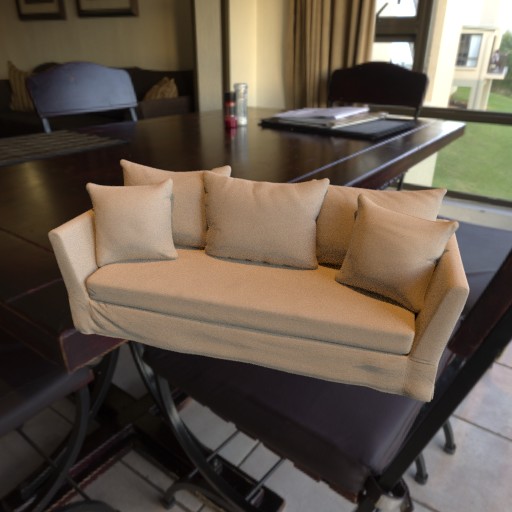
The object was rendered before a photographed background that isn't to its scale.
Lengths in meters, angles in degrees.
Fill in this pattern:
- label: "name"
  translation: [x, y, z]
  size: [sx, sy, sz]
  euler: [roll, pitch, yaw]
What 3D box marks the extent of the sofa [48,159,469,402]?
- label: "sofa"
  translation: [0.000, 0.000, 3.021]
  size: [2.499, 1.047, 1.046]
  euler: [8, 27, 15]
